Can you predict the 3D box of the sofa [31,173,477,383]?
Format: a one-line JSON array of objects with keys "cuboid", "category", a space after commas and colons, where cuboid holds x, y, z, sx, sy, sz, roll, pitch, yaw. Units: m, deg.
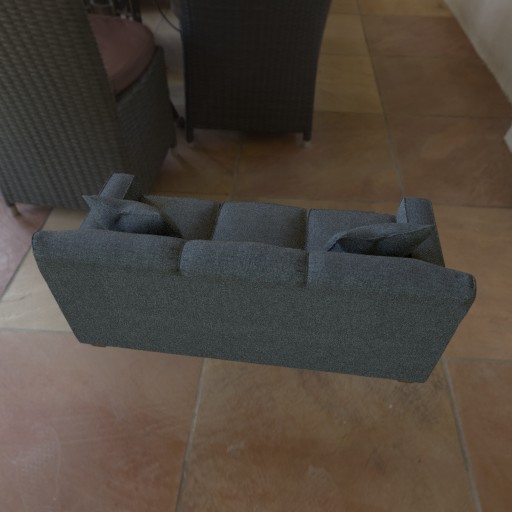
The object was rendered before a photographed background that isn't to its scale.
[{"cuboid": [0.000, 0.000, 2.577, 2.024, 0.958, 0.997, 5, 47, 5], "category": "sofa"}]
